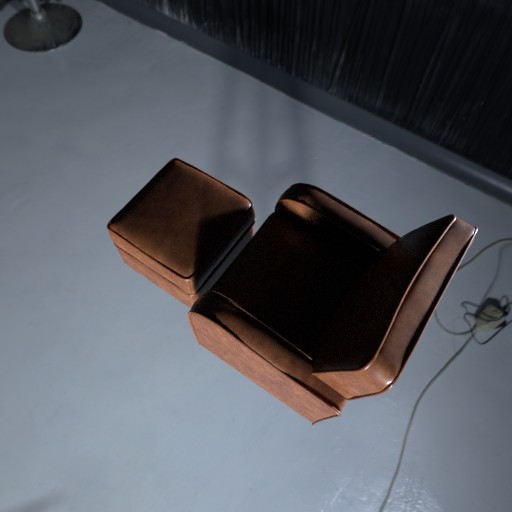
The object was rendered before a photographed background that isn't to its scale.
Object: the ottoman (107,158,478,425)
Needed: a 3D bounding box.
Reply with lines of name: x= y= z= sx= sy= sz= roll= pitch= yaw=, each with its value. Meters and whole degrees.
ottoman: x=0.000 y=0.000 z=1.838 sx=1.314 sy=0.904 sz=0.732 roll=31 pitch=67 yaw=15
